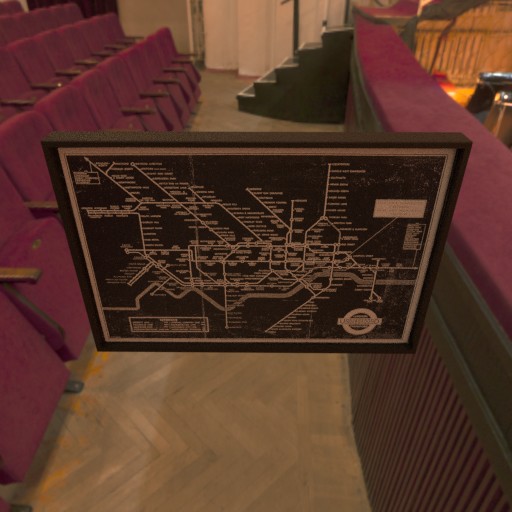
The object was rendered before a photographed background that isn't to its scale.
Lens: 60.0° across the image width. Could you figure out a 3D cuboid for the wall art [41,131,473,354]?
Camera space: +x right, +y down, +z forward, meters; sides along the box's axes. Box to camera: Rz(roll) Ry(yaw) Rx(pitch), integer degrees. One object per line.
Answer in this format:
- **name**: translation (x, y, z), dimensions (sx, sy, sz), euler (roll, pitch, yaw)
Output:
- **wall art**: translation (0.000, 0.000, 0.832), dimensions (0.671, 0.456, 0.051), euler (0, 33, 0)
